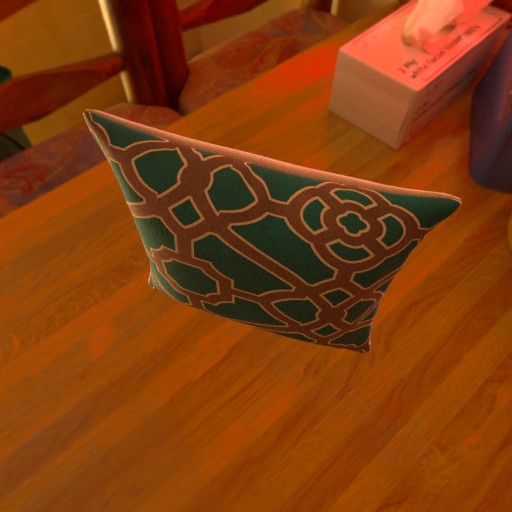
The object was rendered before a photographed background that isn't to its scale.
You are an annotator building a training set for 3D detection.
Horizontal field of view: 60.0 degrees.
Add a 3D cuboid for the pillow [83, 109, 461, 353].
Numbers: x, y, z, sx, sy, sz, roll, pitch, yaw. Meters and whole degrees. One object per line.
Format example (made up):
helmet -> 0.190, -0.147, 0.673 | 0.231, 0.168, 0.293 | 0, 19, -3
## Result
pillow -> 0.000, 0.000, 0.795 | 0.526, 0.507, 0.166 | 16, 59, 10
